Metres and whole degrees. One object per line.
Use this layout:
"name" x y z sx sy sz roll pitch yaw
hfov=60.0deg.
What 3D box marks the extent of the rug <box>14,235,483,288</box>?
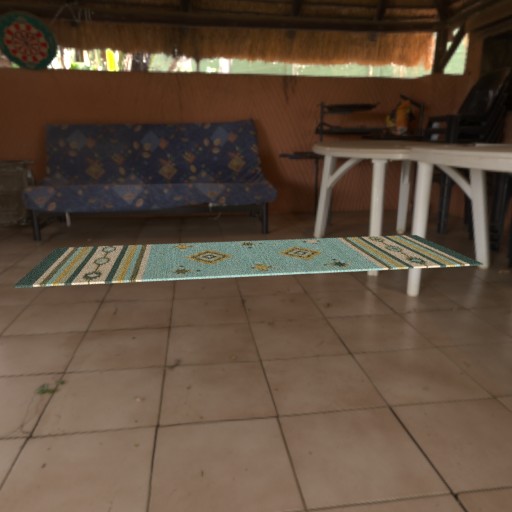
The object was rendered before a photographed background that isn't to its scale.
"rug" 0.000 0.000 2.637 2.441 0.010 0.744 -2 15 -9
